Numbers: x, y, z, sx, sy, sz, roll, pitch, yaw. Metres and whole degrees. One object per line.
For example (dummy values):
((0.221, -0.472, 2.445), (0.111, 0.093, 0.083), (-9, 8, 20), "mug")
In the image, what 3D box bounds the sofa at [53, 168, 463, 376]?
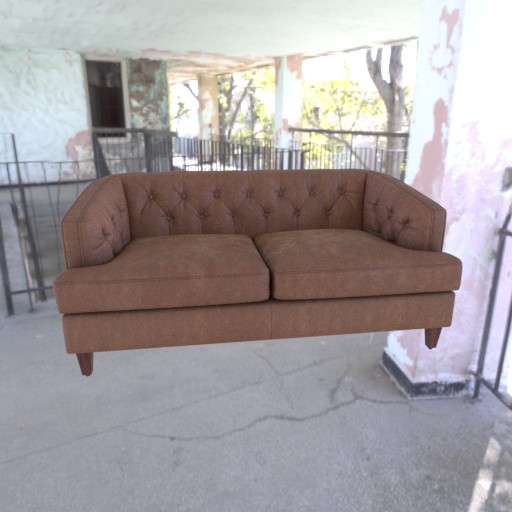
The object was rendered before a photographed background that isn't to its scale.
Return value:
((0.000, 0.000, 2.289), (1.755, 0.786, 0.914), (-3, 18, -8), "sofa")
